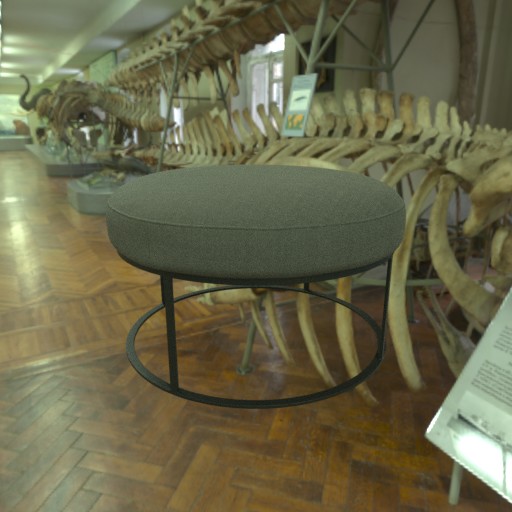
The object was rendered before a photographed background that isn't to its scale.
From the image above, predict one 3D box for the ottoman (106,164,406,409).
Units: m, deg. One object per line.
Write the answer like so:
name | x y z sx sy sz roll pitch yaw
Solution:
ottoman | 0.000 0.000 1.228 0.772 0.460 0.772 0 17 0
